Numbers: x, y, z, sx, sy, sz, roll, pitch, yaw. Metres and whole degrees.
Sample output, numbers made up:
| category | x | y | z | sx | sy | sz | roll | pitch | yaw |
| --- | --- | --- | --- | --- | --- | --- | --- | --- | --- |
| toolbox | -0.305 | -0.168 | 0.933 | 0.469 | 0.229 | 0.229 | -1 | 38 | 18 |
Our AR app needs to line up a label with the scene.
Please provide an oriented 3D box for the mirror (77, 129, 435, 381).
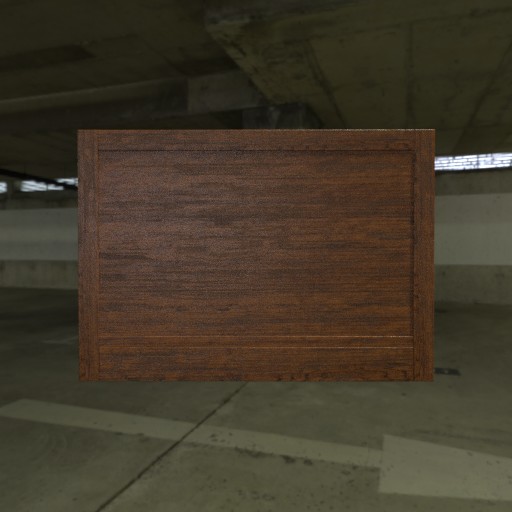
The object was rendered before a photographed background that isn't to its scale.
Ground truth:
| category | x | y | z | sx | sy | sz | roll | pitch | yaw |
| --- | --- | --- | --- | --- | --- | --- | --- | --- | --- |
| mirror | 0.000 | 0.000 | 0.984 | 0.758 | 0.537 | 0.084 | 0 | 1 | 0 |
